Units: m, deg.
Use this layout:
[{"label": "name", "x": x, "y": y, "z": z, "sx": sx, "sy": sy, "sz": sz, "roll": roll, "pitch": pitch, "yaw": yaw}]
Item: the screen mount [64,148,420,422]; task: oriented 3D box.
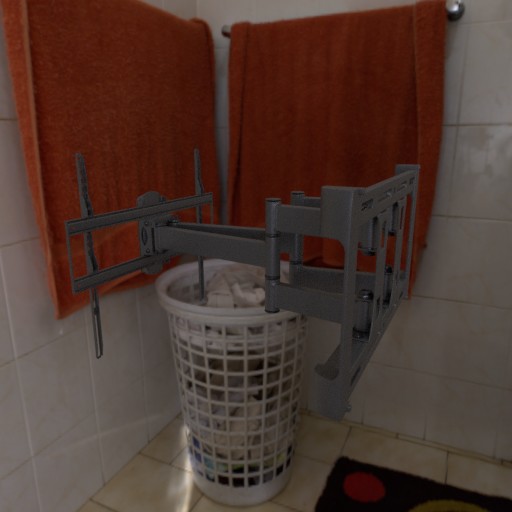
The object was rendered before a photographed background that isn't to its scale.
[{"label": "screen mount", "x": 0.000, "y": 0.000, "z": 0.929, "sx": 0.556, "sy": 0.424, "sz": 0.571, "roll": 8, "pitch": 17, "yaw": 26}]
